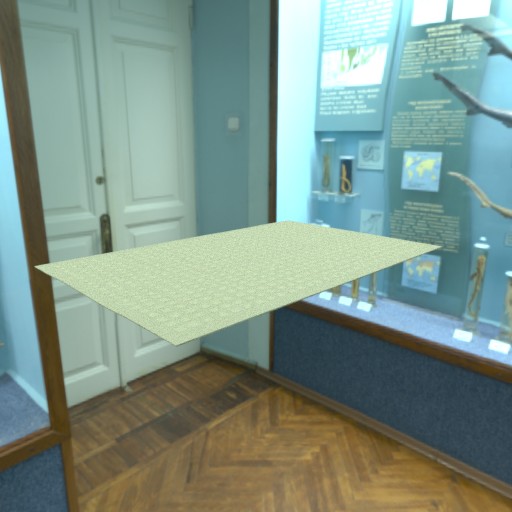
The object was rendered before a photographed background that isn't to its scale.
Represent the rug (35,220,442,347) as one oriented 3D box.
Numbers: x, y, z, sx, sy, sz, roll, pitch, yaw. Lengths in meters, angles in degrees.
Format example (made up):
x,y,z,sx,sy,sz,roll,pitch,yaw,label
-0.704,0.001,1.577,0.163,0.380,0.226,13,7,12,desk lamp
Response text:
x,y,z,sx,sy,sz,roll,pitch,yaw,label
0.000,0.000,2.243,1.747,0.006,1.143,-14,20,-42,rug
